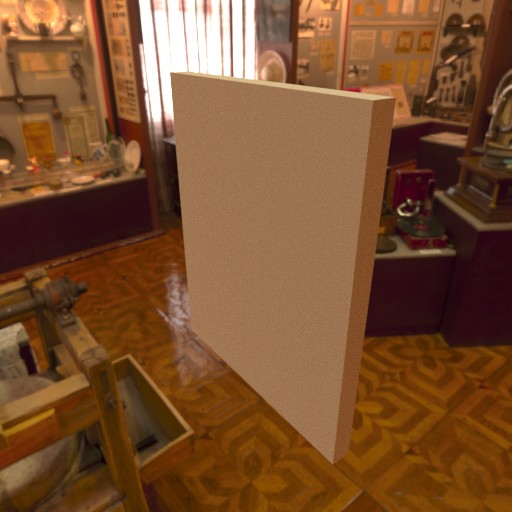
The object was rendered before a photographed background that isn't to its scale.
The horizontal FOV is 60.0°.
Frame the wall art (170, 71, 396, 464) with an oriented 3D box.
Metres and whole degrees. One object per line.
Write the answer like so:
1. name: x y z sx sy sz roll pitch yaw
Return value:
1. wall art: 0.000 0.000 0.752 0.039 0.553 0.451 -19 32 -33
